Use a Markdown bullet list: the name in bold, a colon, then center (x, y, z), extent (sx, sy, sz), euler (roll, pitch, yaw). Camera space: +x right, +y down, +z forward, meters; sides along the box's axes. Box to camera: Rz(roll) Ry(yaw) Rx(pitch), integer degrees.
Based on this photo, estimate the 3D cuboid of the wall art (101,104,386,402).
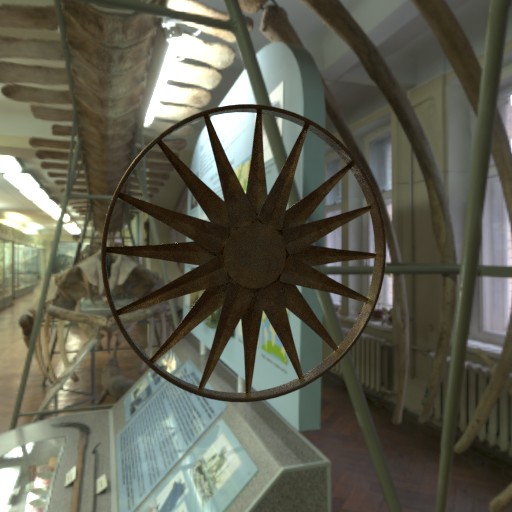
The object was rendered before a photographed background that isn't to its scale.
- **wall art**: center (0.000, 0.000, 0.882), extent (0.582, 0.583, 0.084), euler (0, -1, -18)
